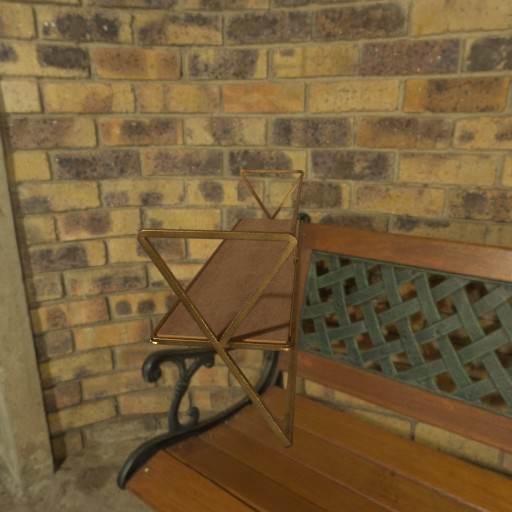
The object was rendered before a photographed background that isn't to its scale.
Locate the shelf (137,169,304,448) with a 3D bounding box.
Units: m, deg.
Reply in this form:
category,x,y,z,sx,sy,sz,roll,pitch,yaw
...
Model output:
category,x,y,z,sx,sy,sz,roll,pitch,yaw
shelf,0.000,0.000,0.743,0.150,0.229,0.645,2,16,6
